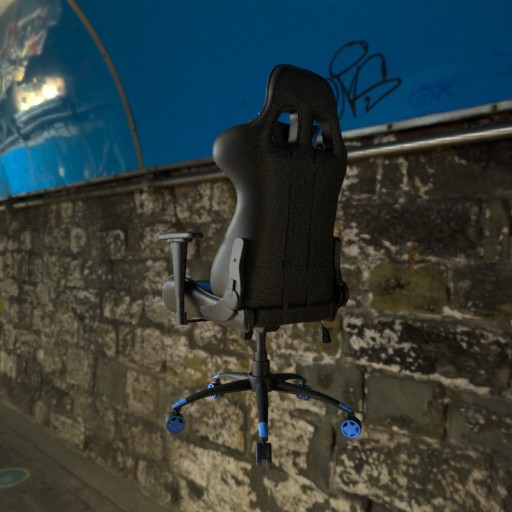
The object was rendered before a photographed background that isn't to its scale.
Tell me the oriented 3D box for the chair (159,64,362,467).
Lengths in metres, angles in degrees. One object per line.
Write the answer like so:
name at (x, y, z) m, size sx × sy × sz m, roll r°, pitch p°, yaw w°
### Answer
chair at (0.000, 0.000, 1.733) m, size 0.695 × 1.282 × 0.730 m, roll 0°, pitch 1°, yaw -34°
